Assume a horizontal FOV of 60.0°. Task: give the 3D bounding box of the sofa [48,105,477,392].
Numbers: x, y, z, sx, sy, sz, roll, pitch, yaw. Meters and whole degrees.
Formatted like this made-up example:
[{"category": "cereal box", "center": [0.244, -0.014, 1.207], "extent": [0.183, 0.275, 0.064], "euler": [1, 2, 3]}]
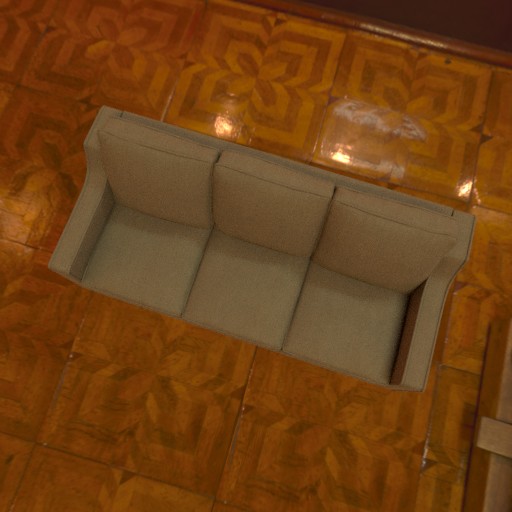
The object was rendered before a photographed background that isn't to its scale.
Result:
[{"category": "sofa", "center": [0.000, 0.000, 2.462], "extent": [1.986, 0.974, 0.911], "euler": [18, 76, 5]}]
